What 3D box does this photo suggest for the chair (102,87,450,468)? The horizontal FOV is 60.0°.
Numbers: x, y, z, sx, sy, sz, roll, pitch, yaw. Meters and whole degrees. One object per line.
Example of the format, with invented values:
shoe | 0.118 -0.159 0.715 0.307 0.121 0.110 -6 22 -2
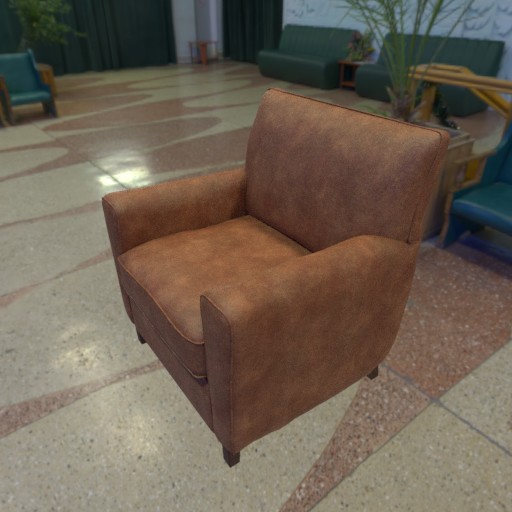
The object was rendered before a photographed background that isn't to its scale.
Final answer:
chair | 0.000 0.000 1.564 0.823 0.943 0.870 -20 36 -30
